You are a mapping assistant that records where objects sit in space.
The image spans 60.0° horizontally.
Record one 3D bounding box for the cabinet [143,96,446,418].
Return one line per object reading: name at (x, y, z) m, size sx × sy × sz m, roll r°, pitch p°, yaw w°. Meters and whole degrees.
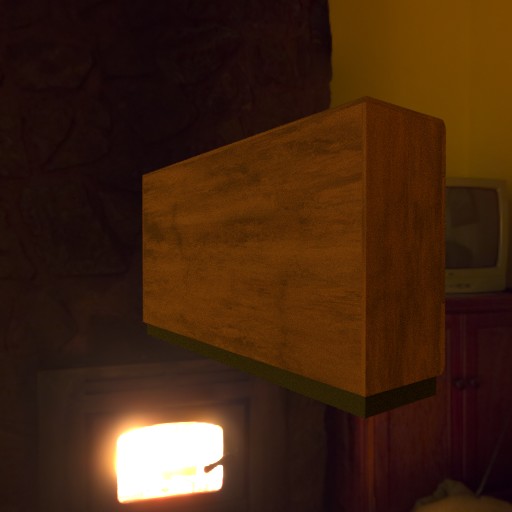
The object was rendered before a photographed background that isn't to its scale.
cabinet at (0.000, 0.000, 1.992) m, size 0.420 × 0.900 × 1.600 m, roll -1°, pitch 1°, yaw -36°
